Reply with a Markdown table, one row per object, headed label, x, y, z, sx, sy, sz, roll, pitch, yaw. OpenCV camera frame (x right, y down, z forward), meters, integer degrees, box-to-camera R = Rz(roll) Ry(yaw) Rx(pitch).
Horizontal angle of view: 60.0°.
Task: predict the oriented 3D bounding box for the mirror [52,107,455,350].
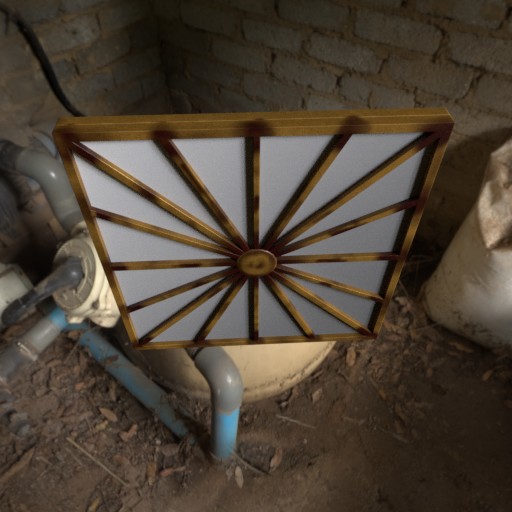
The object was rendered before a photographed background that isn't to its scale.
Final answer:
| label | x | y | z | sx | sy | sz | roll | pitch | yaw |
| --- | --- | --- | --- | --- | --- | --- | --- | --- | --- |
| mirror | 0.000 | 0.000 | 0.753 | 0.509 | 0.507 | 0.042 | -2 | 47 | -2 |
